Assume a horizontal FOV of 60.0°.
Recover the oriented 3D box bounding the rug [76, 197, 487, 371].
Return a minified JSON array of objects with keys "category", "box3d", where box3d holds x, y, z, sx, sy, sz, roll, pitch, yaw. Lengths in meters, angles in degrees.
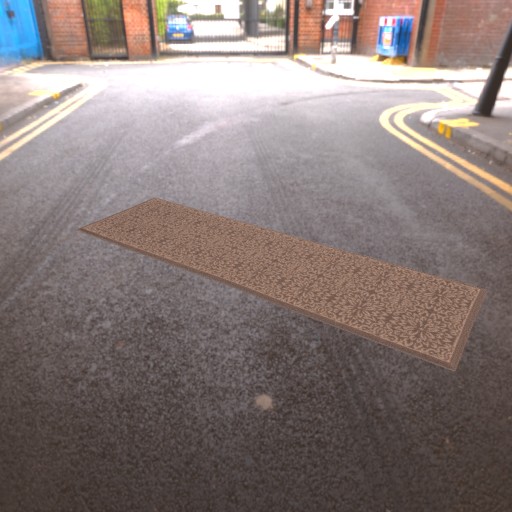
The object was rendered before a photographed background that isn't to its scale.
[{"category":"rug","box3d":[0.000,0.000,2.396,2.196,0.011,0.662,18,33,30]}]
